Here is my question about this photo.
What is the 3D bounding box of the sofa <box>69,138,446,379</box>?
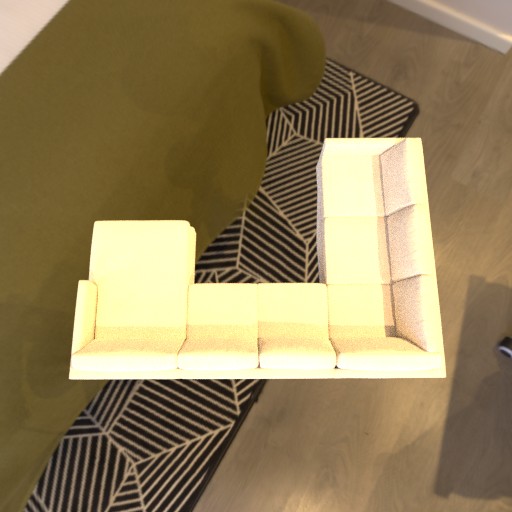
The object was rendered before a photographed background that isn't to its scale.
[{"bbox_3d":[0.000,0.000,4.556,3.460,0.882,2.427,0,75,0],"label":"sofa"}]
